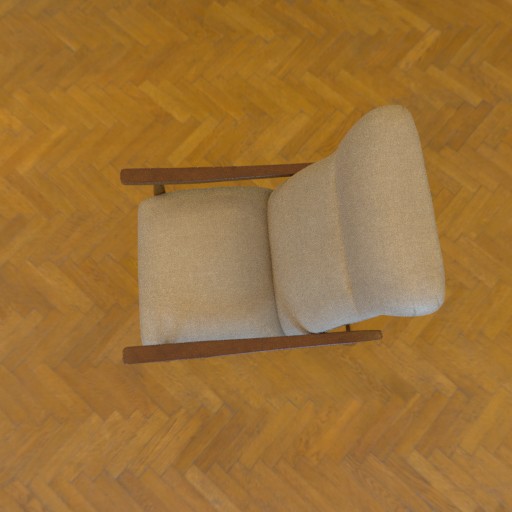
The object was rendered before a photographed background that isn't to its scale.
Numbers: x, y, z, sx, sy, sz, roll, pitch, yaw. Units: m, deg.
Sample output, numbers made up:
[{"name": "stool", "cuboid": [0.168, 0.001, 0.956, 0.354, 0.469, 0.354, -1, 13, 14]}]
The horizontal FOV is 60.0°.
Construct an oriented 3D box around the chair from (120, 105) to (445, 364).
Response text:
[{"name": "chair", "cuboid": [0.000, 0.000, 1.776, 1.030, 1.082, 0.762, -5, 76, -1]}]
